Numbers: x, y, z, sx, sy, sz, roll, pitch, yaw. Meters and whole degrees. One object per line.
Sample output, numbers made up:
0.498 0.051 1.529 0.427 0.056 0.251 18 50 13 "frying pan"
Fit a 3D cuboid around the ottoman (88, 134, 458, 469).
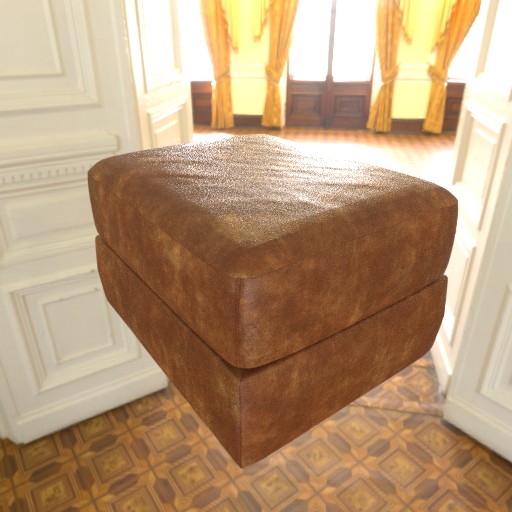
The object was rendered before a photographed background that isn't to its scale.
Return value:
0.000 0.000 1.120 0.603 0.476 0.751 -19 33 -32 "ottoman"
